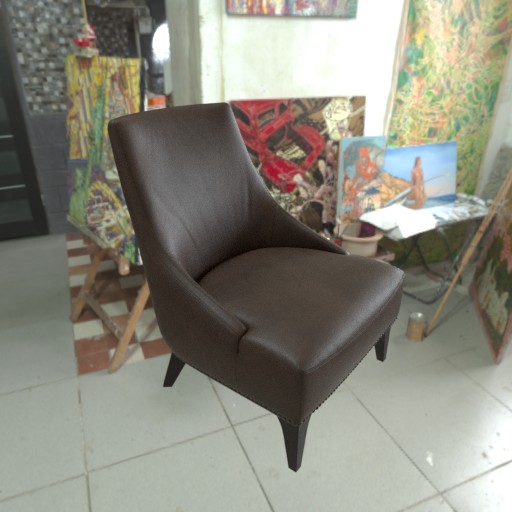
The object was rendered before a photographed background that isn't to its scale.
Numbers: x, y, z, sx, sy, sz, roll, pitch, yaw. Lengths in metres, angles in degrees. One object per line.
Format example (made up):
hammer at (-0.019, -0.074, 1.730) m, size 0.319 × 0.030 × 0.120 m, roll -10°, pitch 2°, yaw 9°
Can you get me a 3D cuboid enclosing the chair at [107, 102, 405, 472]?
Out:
chair at (0.000, 0.000, 1.523) m, size 0.861 × 0.909 × 0.701 m, roll 19°, pitch 32°, yaw 33°
